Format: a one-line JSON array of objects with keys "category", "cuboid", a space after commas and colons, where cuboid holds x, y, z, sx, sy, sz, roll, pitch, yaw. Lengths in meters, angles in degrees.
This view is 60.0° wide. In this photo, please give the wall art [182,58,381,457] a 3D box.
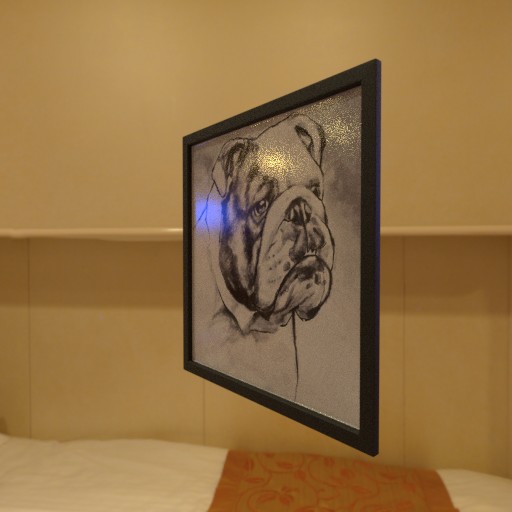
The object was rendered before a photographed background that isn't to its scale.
[{"category": "wall art", "cuboid": [0.000, 0.000, 0.997, 0.016, 0.659, 0.663, -1, 2, -37]}]
